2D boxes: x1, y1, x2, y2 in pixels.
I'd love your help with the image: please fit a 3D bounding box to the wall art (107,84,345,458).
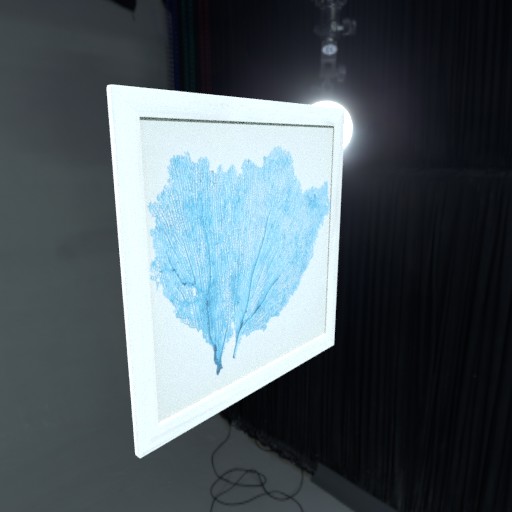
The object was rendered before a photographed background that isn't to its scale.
[{"bbox_3d":[0.000,0.000,0.875,0.013,0.584,0.584,13,19,41],"label":"wall art"}]
